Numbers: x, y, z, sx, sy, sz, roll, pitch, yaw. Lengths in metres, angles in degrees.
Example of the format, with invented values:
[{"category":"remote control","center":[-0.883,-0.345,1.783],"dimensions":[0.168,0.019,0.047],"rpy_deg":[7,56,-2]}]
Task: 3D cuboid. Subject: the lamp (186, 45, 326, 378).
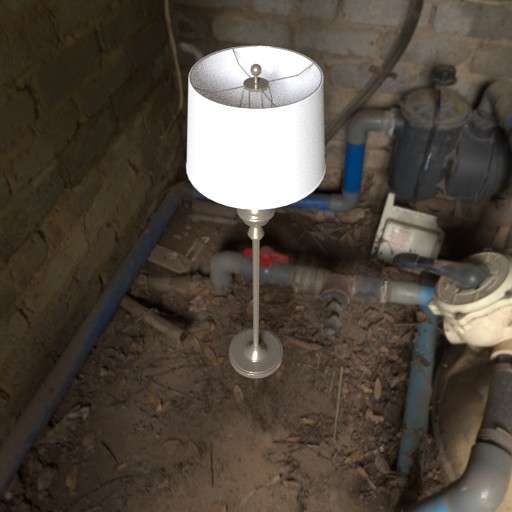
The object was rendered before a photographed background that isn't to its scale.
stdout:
[{"category":"lamp","center":[0.000,0.000,1.700],"dimensions":[0.431,1.488,0.431],"rpy_deg":[0,48,0]}]
